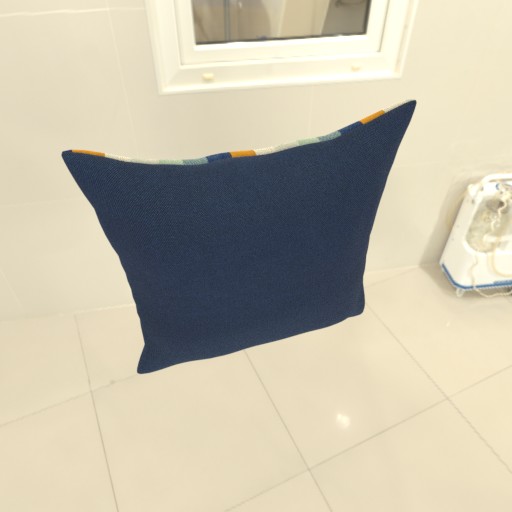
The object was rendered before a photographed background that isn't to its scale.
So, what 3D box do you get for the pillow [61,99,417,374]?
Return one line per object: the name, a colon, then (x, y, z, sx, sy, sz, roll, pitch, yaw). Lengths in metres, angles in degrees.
pillow: (0.000, 0.000, 0.707, 0.463, 0.454, 0.173, -13, 44, -13)
